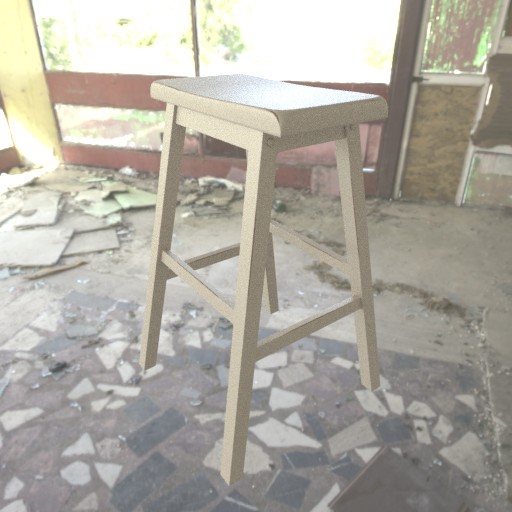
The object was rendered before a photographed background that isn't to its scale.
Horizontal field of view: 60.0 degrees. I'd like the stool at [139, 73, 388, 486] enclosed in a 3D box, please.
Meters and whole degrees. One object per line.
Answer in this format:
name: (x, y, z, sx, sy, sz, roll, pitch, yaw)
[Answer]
stool: (0.000, 0.000, 1.028, 0.476, 0.737, 0.457, -19, 34, -31)
